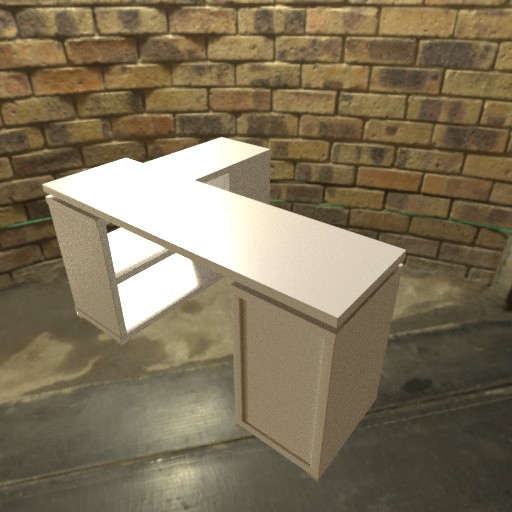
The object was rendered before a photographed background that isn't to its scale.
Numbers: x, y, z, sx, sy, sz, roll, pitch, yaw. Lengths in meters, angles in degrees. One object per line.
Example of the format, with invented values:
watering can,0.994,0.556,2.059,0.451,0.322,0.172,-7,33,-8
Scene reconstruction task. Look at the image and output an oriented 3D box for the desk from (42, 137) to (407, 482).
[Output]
desk,0.000,0.000,2.198,1.524,0.753,1.200,22,38,32
